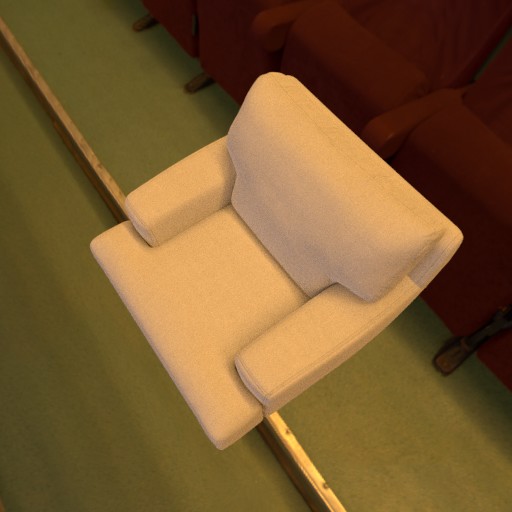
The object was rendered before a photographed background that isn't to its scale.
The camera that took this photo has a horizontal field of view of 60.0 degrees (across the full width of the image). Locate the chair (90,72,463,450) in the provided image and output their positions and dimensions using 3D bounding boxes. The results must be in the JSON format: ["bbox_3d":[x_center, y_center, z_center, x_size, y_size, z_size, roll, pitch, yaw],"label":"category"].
[{"bbox_3d":[0.000,0.000,1.944,1.158,0.930,1.140,-33,68,-16],"label":"chair"}]
